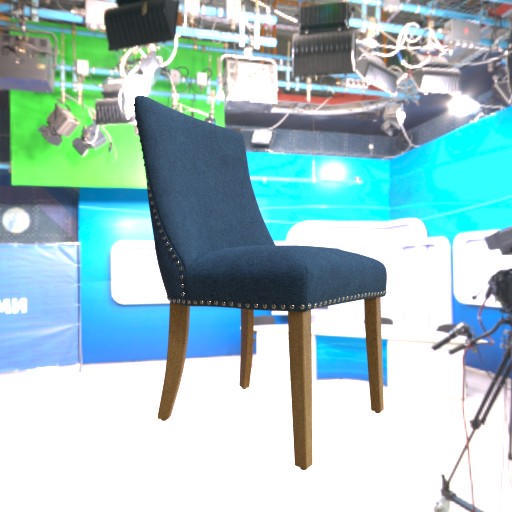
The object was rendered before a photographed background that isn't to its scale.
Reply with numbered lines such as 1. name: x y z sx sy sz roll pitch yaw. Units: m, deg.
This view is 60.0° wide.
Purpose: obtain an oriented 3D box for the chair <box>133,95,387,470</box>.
1. chair: 0.000 0.000 1.268 0.610 0.902 0.495 0 -1 36
